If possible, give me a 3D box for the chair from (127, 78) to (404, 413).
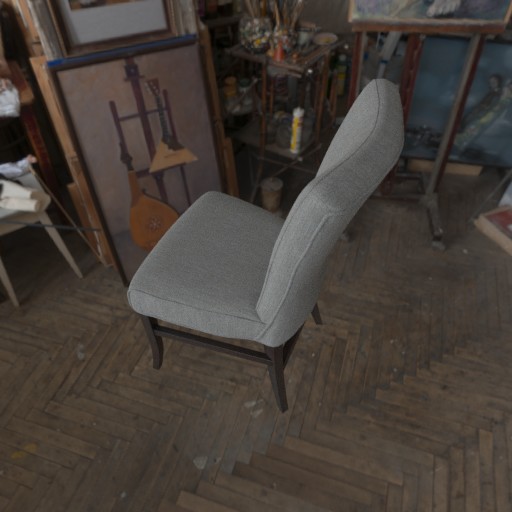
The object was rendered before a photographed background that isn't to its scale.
[{"bbox_3d":[0.000,0.000,1.344,0.660,0.991,0.520,18,49,16],"label":"chair"}]
